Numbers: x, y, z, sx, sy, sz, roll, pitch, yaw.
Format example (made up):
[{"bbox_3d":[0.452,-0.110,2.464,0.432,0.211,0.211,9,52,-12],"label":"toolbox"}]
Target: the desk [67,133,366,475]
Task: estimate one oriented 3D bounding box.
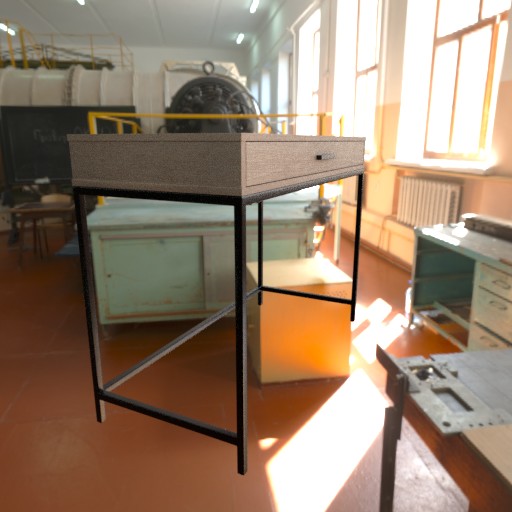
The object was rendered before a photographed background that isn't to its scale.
[{"bbox_3d":[0.000,0.000,1.458,0.470,0.762,1.016,7,16,26],"label":"desk"}]
